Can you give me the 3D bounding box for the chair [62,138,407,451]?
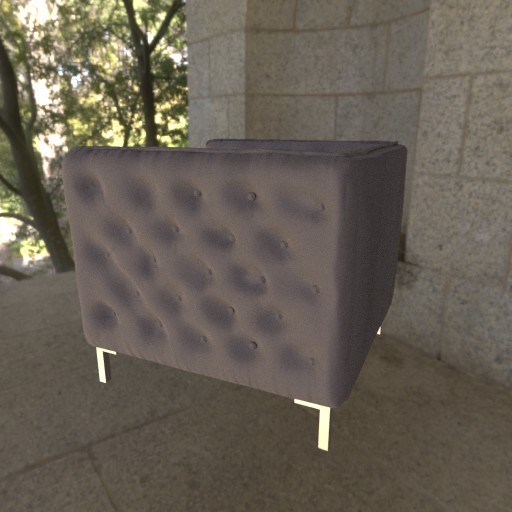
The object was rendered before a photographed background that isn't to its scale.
[{"bbox_3d":[0.000,0.000,1.622,0.913,0.807,0.946,7,18,24],"label":"chair"}]
